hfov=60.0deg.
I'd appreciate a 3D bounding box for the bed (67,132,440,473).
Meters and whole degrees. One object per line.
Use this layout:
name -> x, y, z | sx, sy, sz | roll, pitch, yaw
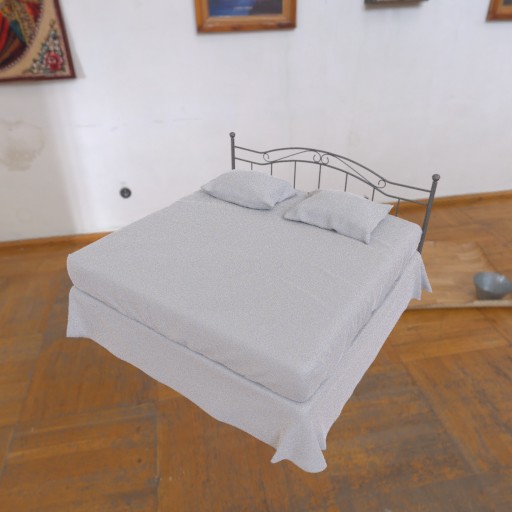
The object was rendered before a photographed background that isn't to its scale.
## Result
bed -> 0.000, 0.000, 3.429 | 2.309, 1.080, 2.220 | 20, 37, 29
